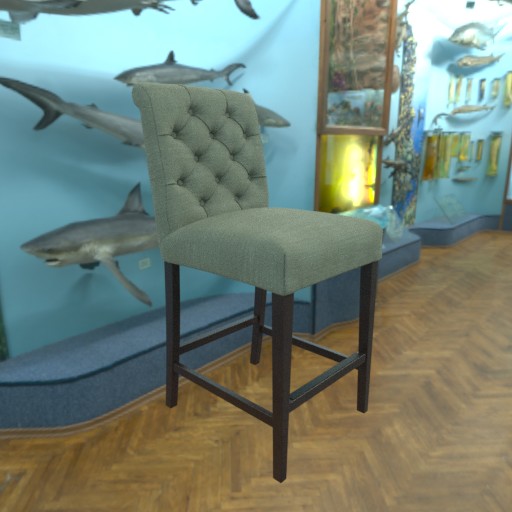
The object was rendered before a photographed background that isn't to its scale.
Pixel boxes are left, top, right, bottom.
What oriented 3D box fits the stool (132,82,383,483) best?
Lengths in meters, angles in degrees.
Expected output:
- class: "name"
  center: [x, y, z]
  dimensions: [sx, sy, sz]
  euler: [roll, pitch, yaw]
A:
- class: "stool"
  center: [0.000, 0.000, 1.445]
  dimensions: [0.660, 1.084, 0.486]
  euler: [13, 19, 42]
